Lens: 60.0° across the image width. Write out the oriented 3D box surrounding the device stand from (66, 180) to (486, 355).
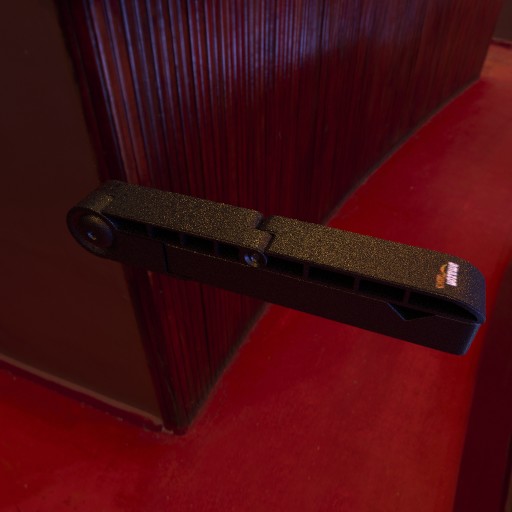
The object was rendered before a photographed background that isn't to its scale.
[{"bbox_3d":[0.000,0.000,0.190,0.179,0.030,0.026,14,43,16],"label":"device stand"}]
